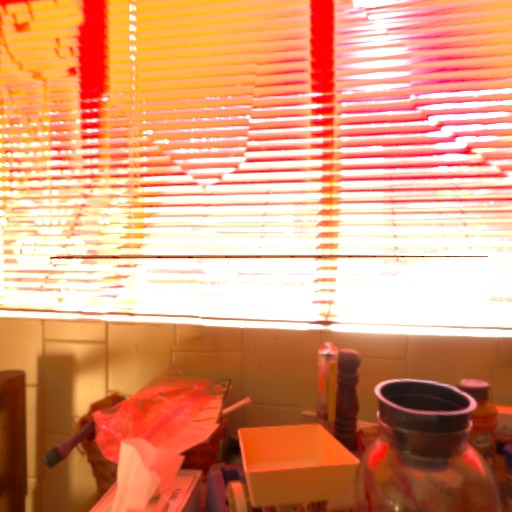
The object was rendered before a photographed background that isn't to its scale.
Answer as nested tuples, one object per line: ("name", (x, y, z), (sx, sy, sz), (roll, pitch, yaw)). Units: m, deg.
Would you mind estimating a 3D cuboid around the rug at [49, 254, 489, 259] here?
("rug", (0.000, 0.000, 2.292), (1.817, 0.008, 1.223), (0, 0, -19))
